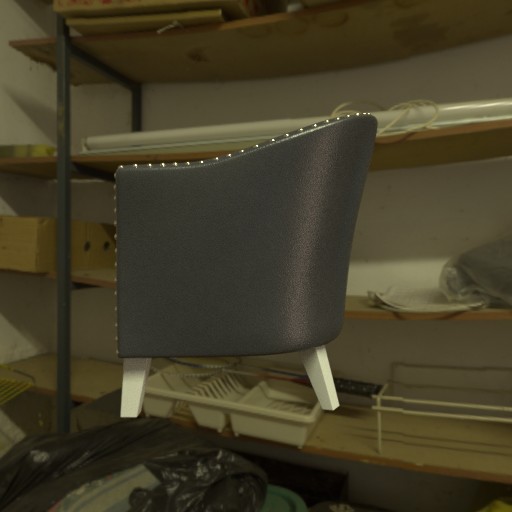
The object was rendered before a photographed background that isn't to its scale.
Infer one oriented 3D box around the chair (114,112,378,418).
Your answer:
[{"bbox_3d":[0.000,0.000,1.453,0.748,0.823,0.794,0,0,0],"label":"chair"}]
